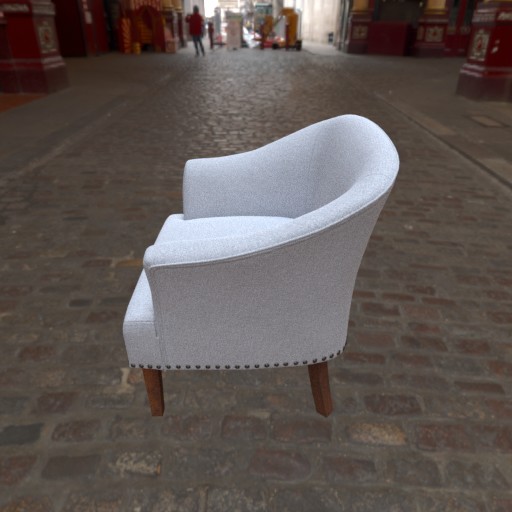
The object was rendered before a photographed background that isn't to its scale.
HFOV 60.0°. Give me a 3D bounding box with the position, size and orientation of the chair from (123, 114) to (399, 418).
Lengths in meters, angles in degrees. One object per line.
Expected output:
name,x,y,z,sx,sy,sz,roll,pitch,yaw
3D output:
chair,0.000,0.000,1.429,0.704,0.815,0.798,0,28,0
